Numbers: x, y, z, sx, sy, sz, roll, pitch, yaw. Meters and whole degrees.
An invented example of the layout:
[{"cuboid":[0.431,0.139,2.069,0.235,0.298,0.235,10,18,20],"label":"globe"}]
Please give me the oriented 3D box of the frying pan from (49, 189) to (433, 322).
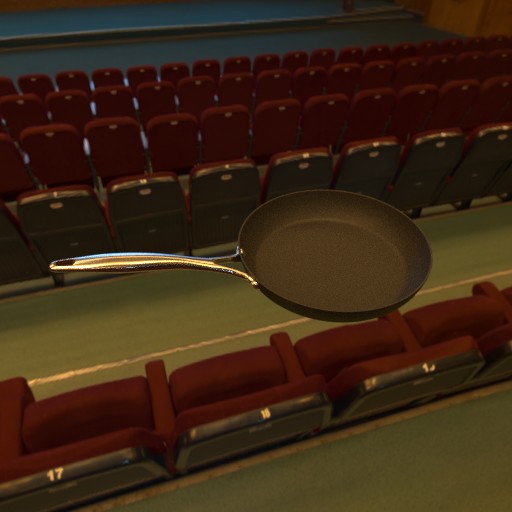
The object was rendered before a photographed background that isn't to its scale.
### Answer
[{"cuboid":[0.000,0.000,0.568,0.472,0.105,0.255,-12,42,-13],"label":"frying pan"}]
